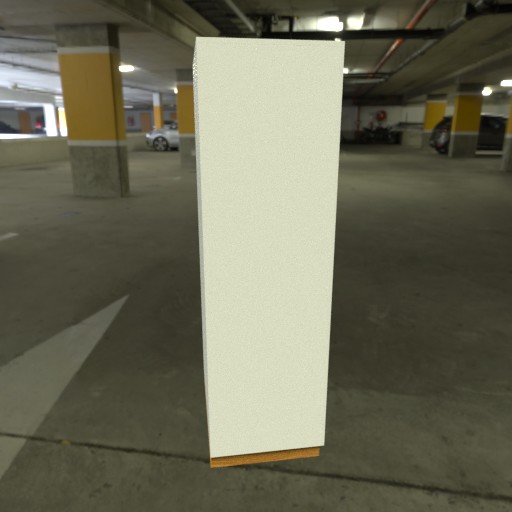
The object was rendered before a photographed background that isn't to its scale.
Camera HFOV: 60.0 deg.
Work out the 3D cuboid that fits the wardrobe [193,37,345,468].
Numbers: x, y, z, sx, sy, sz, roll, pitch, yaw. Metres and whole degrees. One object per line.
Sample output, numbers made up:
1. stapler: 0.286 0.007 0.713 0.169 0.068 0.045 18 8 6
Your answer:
1. wardrobe: 0.000 0.000 2.452 0.600 2.040 0.860 -2 16 -8
